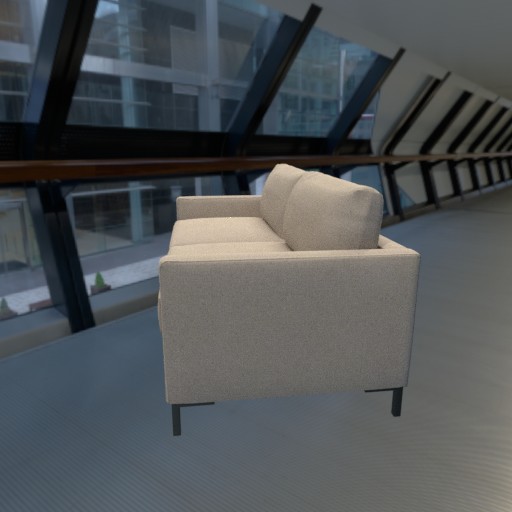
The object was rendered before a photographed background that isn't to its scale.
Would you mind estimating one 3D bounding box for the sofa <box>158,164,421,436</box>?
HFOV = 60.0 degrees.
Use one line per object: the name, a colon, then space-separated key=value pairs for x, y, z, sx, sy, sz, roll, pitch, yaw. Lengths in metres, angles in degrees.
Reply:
sofa: x=0.000 y=0.000 z=2.229 sx=0.875 sy=0.840 sz=1.682 roll=-2 pitch=15 yaw=-8
